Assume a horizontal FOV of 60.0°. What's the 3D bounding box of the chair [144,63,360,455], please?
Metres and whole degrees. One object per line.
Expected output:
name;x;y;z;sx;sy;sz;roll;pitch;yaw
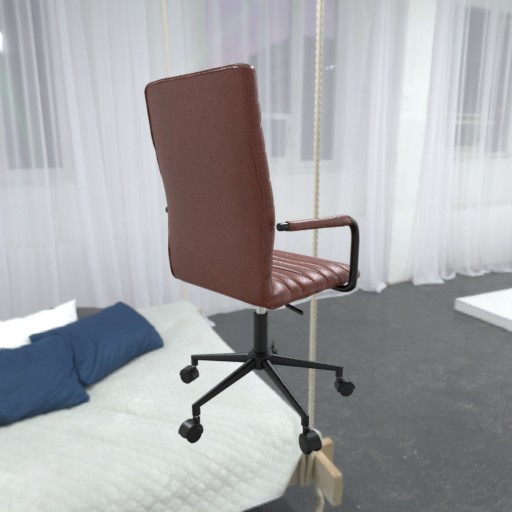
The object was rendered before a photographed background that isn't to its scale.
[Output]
chair;0.000;0.000;1.323;0.580;0.979;0.608;-12;18;-43
